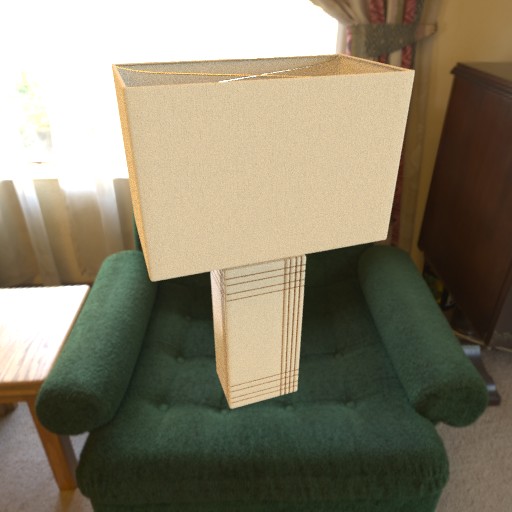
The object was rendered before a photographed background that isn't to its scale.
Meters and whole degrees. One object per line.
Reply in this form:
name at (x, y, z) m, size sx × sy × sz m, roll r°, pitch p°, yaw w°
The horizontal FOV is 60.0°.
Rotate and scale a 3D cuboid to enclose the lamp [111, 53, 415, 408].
lamp at (0.000, 0.000, 0.684) m, size 0.334 × 0.543 × 0.182 m, roll -10°, pitch 32°, yaw -16°
